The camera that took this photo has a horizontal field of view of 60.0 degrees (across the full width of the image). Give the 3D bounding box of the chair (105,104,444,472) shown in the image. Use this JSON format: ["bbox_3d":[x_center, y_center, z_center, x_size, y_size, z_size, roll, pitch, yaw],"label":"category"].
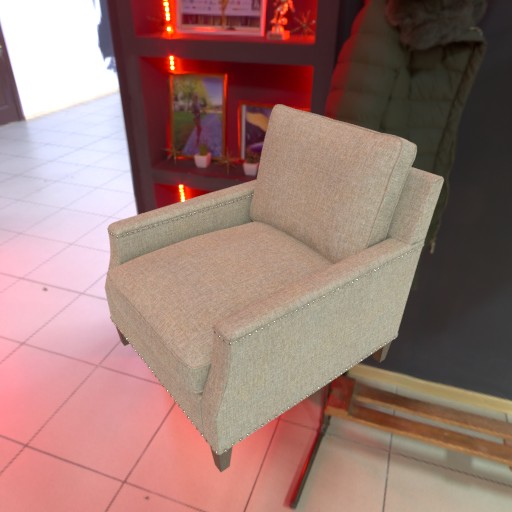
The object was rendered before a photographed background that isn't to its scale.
[{"bbox_3d":[0.000,0.000,1.722,1.014,0.943,0.853,-22,37,-32],"label":"chair"}]
